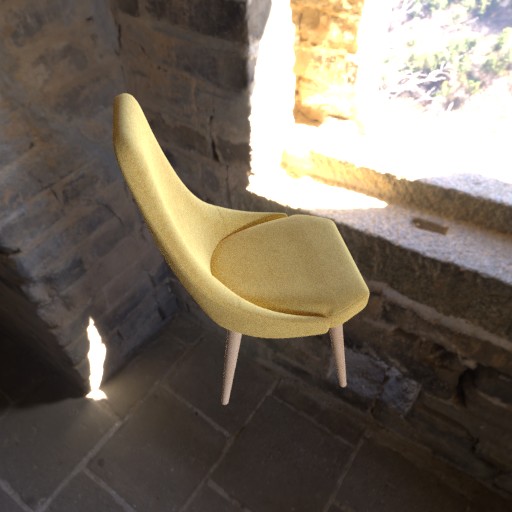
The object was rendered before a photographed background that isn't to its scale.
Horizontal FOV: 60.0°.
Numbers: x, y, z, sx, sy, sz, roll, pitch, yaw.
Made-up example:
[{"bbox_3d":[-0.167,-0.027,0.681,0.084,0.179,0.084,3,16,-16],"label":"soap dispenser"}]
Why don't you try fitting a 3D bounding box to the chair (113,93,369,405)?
[{"bbox_3d":[0.000,0.000,1.408,0.660,1.040,0.510,-9,46,-9],"label":"chair"}]
